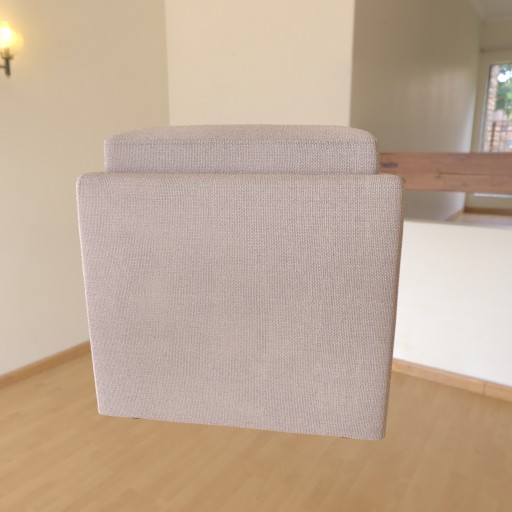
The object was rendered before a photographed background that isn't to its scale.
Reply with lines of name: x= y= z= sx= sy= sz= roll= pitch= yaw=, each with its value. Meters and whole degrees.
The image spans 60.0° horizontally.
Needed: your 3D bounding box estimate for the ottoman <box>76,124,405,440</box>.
ottoman: x=0.000 y=0.000 z=0.818 sx=0.450 sy=0.460 sz=0.451 roll=2 pitch=13 yaw=8
